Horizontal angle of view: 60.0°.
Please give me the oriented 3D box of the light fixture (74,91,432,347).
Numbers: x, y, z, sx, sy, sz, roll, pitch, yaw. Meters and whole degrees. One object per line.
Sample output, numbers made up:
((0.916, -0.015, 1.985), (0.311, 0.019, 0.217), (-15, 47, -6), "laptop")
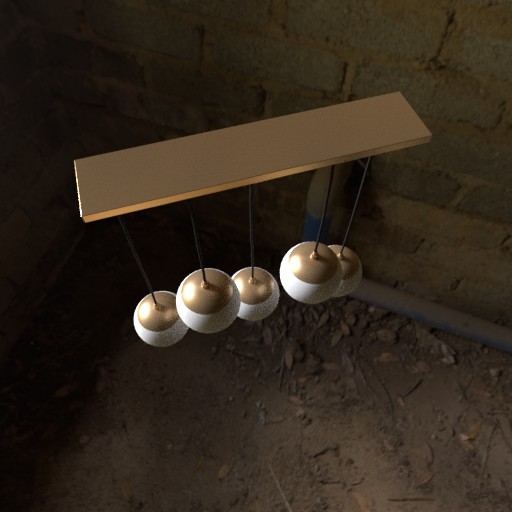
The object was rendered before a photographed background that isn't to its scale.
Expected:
((0.000, 0.000, 1.323), (0.863, 0.869, 0.299), (-15, 59, -9), "light fixture")
